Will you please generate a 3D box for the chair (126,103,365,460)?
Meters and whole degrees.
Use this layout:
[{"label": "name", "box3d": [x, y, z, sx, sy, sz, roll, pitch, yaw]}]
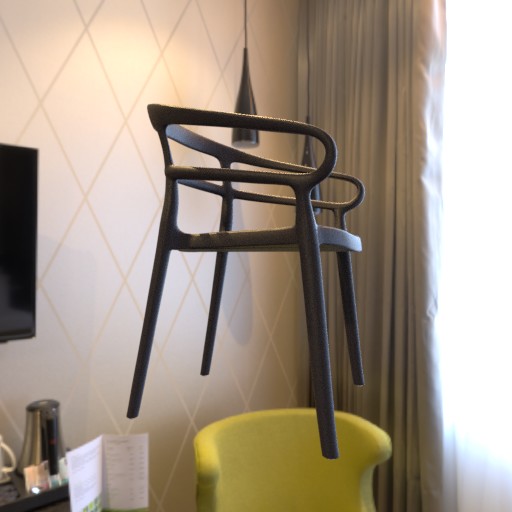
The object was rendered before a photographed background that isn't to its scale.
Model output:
[{"label": "chair", "box3d": [0.000, 0.000, 1.144, 0.527, 0.761, 0.559, 0, 0, 19]}]
